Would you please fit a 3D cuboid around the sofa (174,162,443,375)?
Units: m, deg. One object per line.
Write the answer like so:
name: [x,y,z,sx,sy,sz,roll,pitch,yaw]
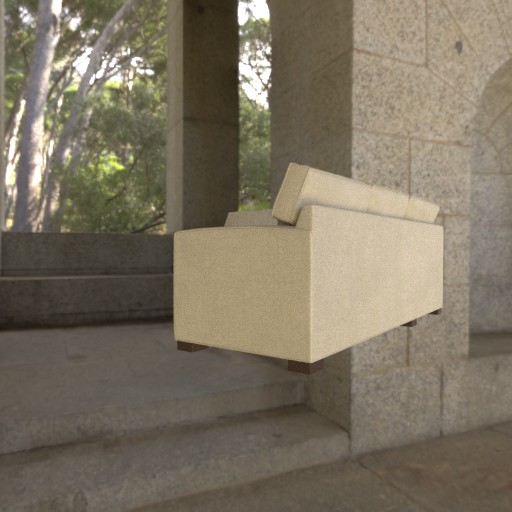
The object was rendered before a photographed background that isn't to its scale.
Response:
sofa: [0.000,0.000,3.328,2.188,0.936,2.211,1,1,35]
